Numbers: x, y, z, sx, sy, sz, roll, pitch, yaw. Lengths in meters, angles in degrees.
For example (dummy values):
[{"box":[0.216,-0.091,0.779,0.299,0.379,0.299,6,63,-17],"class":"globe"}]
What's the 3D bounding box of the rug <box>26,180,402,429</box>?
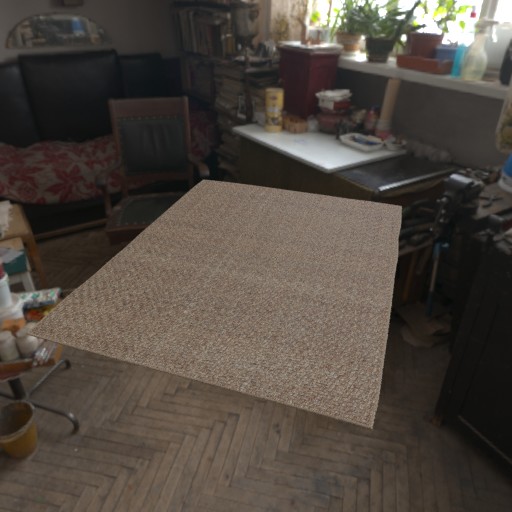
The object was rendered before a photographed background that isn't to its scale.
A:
[{"box":[0.000,0.000,4.014,2.439,0.013,3.048,10,33,16],"class":"rug"}]
